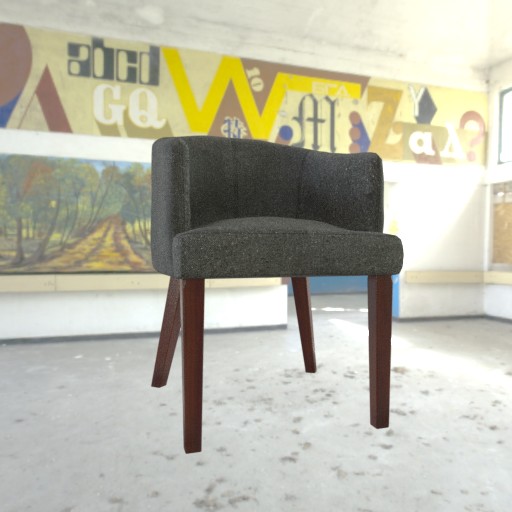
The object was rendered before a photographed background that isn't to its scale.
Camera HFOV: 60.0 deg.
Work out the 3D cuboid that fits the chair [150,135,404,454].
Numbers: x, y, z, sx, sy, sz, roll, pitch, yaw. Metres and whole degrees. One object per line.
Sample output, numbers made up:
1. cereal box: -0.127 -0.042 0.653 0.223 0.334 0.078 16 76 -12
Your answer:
1. chair: 0.000 0.000 1.264 0.583 0.811 0.655 0 1 -17
